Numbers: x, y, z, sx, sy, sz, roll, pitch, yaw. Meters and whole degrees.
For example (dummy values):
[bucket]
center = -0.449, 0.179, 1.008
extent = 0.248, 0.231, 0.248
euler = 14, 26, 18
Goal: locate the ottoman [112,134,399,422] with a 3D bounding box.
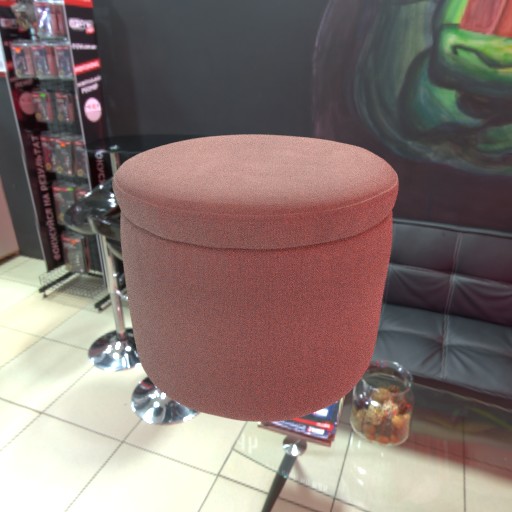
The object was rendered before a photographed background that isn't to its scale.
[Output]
[ottoman]
center = 0.000, 0.000, 0.866
extent = 0.497, 0.409, 0.497
euler = 0, 26, 0
